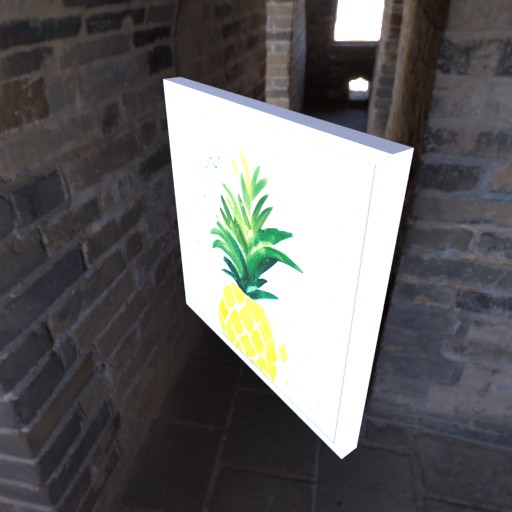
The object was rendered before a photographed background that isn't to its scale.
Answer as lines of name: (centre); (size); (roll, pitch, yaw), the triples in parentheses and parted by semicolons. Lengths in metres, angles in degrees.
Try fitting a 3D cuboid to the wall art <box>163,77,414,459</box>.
wall art: (0.000, 0.000, 0.765); (0.035, 0.507, 0.508); (-22, 38, -31)
